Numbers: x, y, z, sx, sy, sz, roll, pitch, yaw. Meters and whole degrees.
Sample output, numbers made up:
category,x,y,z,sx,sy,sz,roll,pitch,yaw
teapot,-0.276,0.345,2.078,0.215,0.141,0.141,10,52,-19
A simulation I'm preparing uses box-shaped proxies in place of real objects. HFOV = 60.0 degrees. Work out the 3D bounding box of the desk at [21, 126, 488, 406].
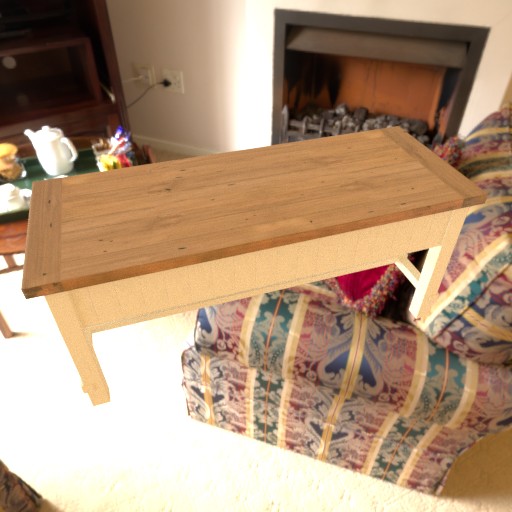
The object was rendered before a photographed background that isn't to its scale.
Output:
category,x,y,z,sx,sy,sz,roll,pitch,yaw
desk,0.000,0.000,2.124,1.803,0.762,0.688,-12,42,-14
